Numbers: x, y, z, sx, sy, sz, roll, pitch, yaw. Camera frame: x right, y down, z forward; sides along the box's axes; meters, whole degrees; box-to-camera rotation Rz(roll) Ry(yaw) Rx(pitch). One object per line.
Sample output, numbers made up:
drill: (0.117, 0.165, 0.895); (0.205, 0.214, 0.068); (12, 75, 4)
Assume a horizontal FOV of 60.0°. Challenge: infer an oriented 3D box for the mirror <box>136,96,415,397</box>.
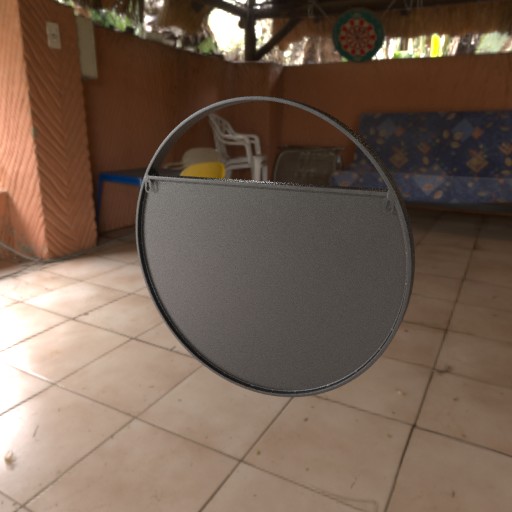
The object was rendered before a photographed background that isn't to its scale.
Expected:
mirror: (0.000, 0.000, 0.833); (0.565, 0.565, 0.032); (9, 19, 27)
